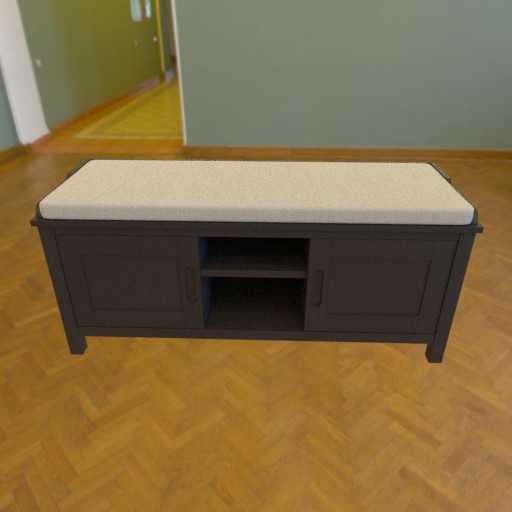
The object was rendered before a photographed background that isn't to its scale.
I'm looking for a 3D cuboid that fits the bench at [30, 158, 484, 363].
[{"bbox_3d":[0.000,0.000,1.383,1.140,0.501,0.398,1,29,2],"label":"bench"}]
